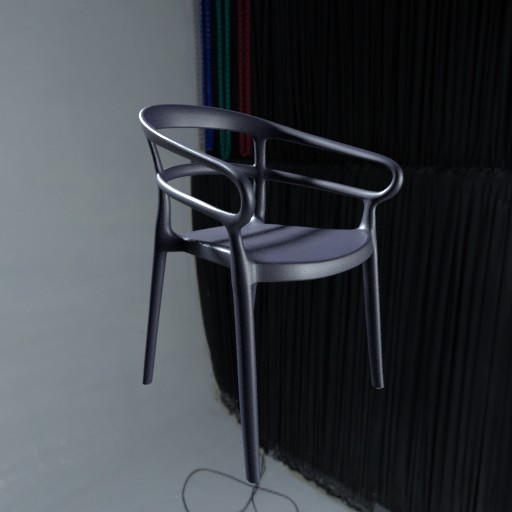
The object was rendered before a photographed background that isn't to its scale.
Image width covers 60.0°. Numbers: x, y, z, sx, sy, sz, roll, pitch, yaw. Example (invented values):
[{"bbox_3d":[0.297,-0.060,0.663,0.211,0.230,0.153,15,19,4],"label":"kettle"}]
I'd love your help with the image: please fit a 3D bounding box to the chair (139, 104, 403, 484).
[{"bbox_3d":[0.000,0.000,1.131,0.527,0.761,0.559,14,20,43],"label":"chair"}]
